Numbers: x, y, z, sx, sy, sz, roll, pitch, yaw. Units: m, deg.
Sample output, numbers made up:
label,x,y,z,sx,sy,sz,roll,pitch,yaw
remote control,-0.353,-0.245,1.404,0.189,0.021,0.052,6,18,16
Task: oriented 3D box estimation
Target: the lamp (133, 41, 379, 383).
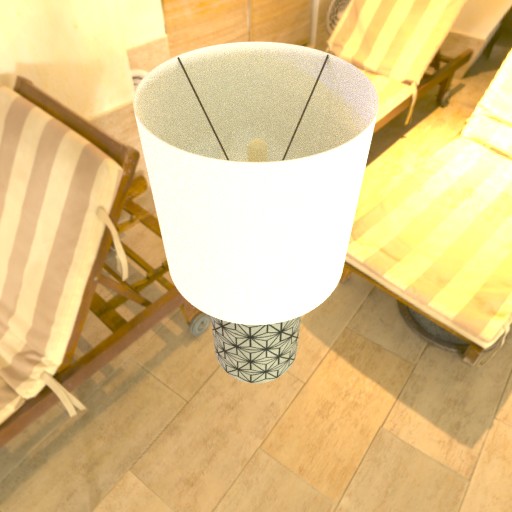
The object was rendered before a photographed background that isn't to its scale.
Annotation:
label,x,y,z,sx,sy,sz,roll,pitch,yaw
lamp,0.000,0.000,0.531,0.206,0.416,0.206,34,56,27
